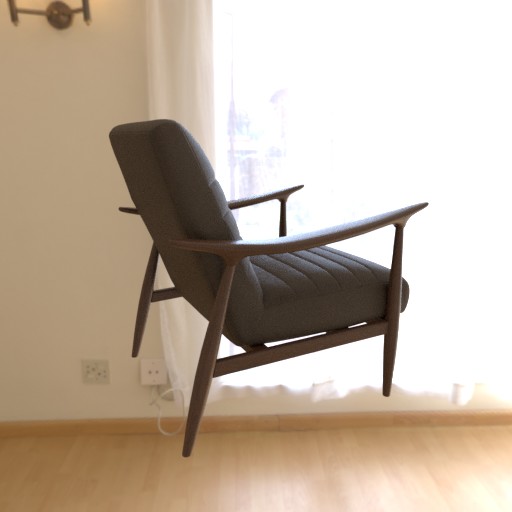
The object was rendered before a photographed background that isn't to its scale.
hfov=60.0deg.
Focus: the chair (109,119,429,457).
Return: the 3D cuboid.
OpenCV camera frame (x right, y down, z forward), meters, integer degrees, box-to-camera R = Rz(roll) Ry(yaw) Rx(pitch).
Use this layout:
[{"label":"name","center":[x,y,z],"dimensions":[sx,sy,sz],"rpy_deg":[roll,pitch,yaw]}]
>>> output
[{"label":"chair","center":[0.000,0.000,1.455],"dimensions":[0.798,0.831,0.741],"rpy_deg":[-7,16,-26]}]
